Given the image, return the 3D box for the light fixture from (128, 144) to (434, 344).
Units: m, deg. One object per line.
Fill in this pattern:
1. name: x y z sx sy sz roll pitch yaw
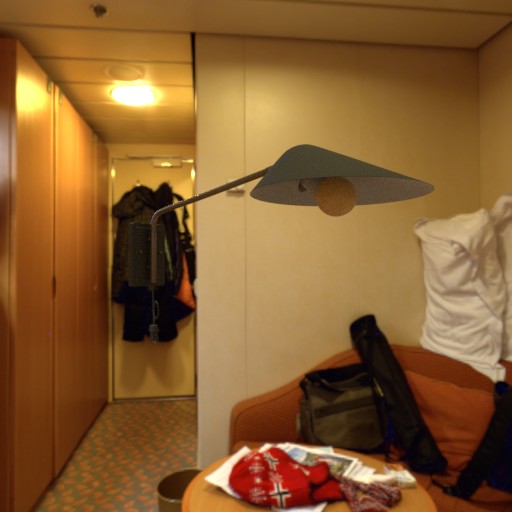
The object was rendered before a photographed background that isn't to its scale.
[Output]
1. light fixture: 0.000 0.000 0.678 0.516 0.312 0.240 -1 -2 36
